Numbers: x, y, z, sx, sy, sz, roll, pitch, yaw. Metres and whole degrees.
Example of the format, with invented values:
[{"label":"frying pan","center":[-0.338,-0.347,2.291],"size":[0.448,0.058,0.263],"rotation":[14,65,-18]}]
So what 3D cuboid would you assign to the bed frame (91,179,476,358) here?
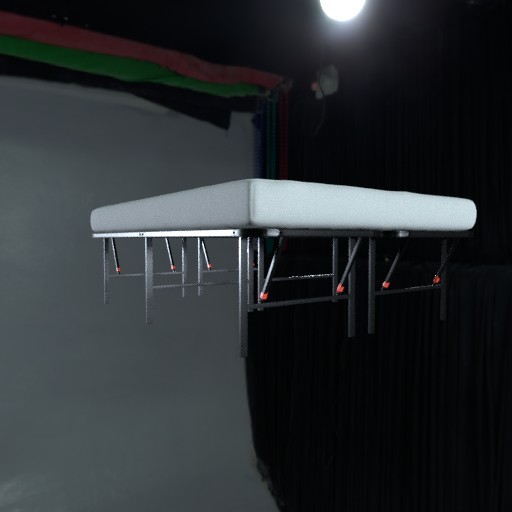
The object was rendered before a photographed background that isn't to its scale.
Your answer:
[{"label":"bed frame","center":[0.000,0.000,2.561],"size":[1.372,0.637,1.905],"rotation":[-2,3,-35]}]
